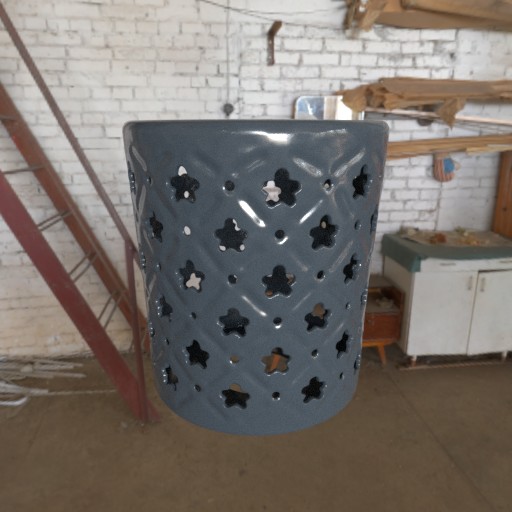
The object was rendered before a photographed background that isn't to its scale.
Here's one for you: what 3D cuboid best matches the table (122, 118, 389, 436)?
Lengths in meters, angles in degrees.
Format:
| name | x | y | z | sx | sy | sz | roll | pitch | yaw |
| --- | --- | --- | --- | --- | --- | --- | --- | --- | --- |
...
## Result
| name | x | y | z | sx | sy | sz | roll | pitch | yaw |
| --- | --- | --- | --- | --- | --- | --- | --- | --- | --- |
| table | 0.000 | 0.000 | 0.654 | 0.352 | 0.387 | 0.352 | 0 | 16 | 0 |
